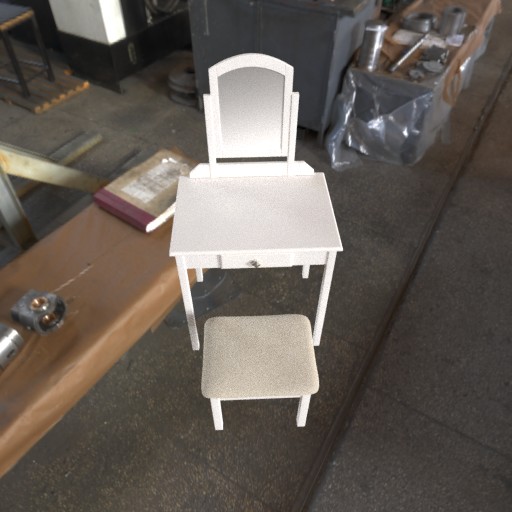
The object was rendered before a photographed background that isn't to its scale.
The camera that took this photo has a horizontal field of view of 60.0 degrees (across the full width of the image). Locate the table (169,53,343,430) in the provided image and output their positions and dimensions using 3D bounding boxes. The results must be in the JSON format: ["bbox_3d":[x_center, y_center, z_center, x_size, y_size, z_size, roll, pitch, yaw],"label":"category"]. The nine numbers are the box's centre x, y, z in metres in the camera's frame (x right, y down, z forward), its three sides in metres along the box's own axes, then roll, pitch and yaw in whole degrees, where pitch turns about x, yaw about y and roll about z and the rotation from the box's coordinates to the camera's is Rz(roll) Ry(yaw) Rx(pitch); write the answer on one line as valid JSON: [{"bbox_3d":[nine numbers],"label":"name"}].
[{"bbox_3d":[0.000,0.000,2.337,0.876,1.631,1.211,-2,46,-2],"label":"table"}]
